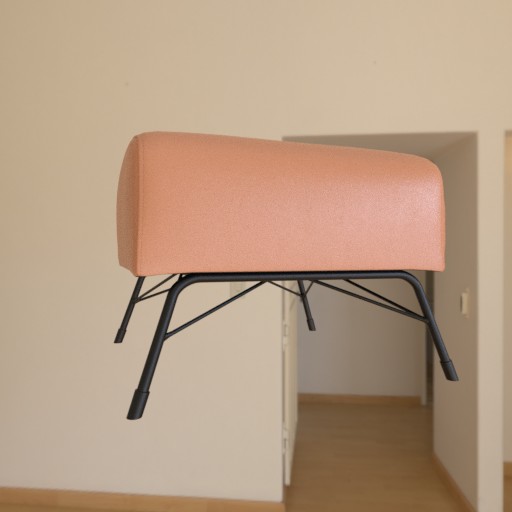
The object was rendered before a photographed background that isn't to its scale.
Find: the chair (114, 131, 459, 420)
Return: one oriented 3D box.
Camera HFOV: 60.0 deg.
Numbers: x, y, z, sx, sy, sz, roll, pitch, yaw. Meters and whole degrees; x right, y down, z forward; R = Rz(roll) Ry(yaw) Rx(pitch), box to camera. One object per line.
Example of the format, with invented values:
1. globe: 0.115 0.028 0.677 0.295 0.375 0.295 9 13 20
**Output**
1. chair: 0.000 0.000 0.891 0.530 0.410 0.530 0 0 -20
